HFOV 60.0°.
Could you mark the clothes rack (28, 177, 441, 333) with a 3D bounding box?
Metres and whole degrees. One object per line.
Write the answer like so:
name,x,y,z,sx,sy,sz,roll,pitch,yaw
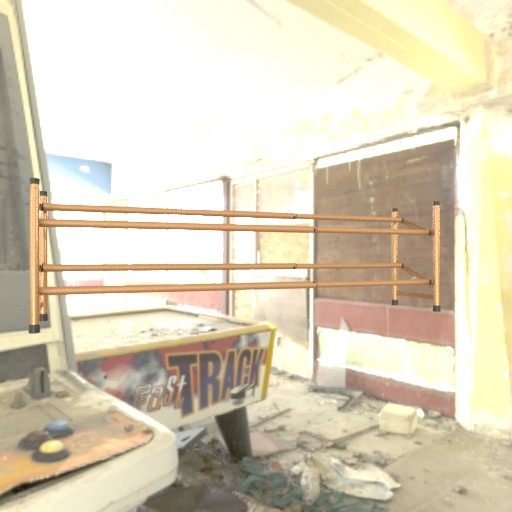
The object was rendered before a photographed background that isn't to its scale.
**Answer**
clothes rack,0.000,0.000,1.297,1.168,0.349,0.229,0,0,-21
